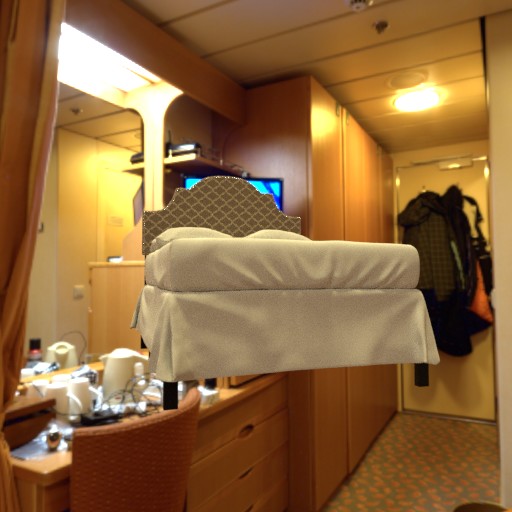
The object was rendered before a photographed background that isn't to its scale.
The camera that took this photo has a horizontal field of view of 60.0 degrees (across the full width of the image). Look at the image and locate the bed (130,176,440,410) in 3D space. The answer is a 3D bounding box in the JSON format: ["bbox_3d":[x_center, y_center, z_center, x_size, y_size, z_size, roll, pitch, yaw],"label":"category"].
[{"bbox_3d":[0.000,0.000,3.414,1.780,1.633,2.222,1,-3,-18],"label":"bed"}]
